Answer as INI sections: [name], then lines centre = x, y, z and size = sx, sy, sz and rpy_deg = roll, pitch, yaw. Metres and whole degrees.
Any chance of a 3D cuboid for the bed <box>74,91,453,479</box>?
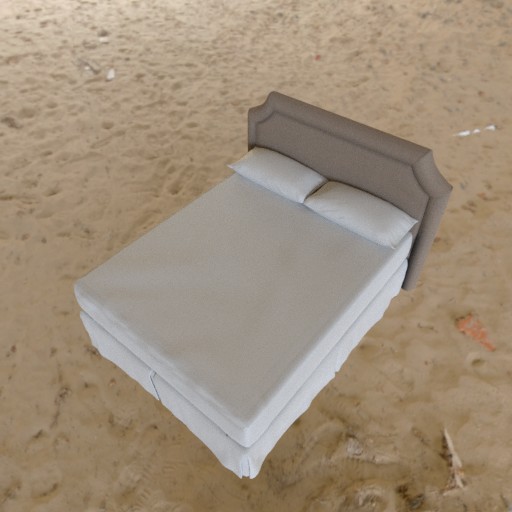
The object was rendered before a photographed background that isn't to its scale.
[bed]
centre = 0.000, 0.000, 3.212
size = 1.828, 1.303, 2.164
rpy_deg = 31, 53, 26
